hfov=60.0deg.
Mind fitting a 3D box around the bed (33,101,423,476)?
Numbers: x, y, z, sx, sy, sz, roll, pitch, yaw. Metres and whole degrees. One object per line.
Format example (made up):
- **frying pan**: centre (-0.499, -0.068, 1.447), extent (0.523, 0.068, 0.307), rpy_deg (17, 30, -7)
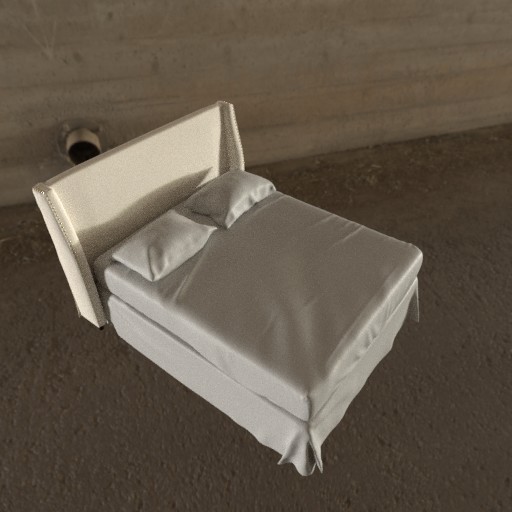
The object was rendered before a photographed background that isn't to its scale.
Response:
- **bed**: centre (0.000, 0.000, 3.360), extent (2.276, 1.332, 1.925), rpy_deg (26, 47, 28)
